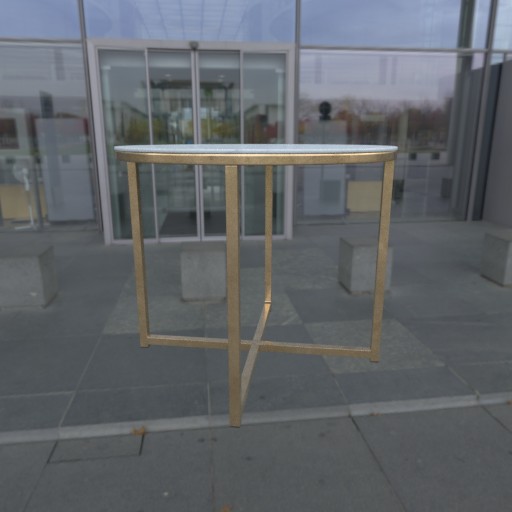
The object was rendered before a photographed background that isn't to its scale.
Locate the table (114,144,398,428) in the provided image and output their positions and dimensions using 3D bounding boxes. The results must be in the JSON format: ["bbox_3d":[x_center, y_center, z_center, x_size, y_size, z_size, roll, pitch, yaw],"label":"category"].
[{"bbox_3d":[0.000,0.000,0.871,0.500,0.420,0.500,0,15,0],"label":"table"}]
